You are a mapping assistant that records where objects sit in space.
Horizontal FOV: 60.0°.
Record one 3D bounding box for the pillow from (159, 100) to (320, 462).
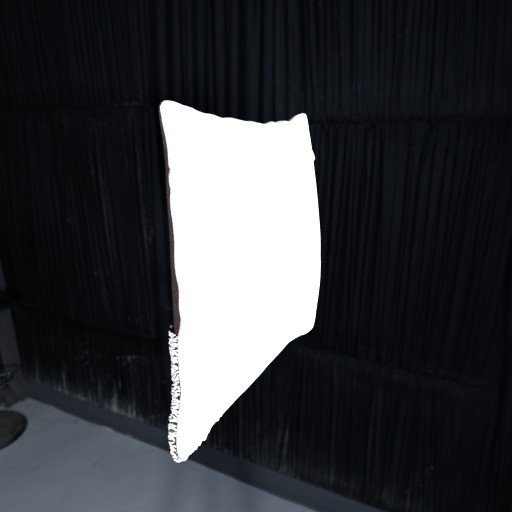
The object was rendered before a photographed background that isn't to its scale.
[{"bbox_3d":[0.000,0.000,0.739,0.178,0.473,0.475,8,17,26],"label":"pillow"}]
